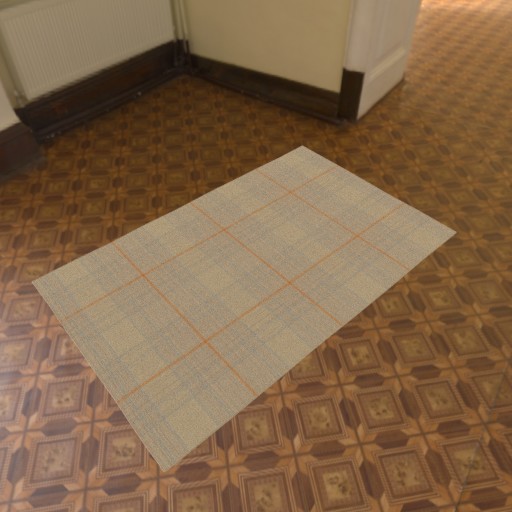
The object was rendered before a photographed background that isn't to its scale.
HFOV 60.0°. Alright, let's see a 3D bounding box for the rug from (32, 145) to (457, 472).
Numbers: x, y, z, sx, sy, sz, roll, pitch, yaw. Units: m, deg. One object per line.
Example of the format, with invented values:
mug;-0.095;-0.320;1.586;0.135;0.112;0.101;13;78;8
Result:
rug;0.000;0.000;2.970;2.442;0.016;1.527;-32;53;-28
